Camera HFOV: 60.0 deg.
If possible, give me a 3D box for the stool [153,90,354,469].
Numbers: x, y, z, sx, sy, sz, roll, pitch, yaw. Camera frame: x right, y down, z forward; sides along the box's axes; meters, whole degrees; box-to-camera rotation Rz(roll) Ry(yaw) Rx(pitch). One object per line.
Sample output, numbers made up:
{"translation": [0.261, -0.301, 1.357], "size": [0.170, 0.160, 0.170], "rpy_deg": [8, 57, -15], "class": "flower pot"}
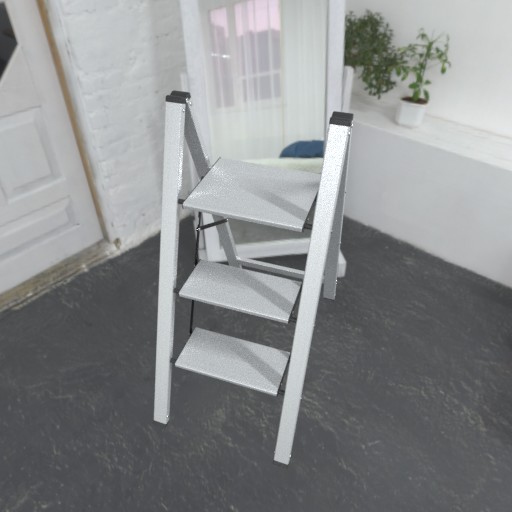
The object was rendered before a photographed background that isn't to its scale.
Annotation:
{"translation": [0.000, 0.000, 1.295], "size": [0.441, 0.902, 0.730], "rpy_deg": [12, 42, 14], "class": "stool"}
